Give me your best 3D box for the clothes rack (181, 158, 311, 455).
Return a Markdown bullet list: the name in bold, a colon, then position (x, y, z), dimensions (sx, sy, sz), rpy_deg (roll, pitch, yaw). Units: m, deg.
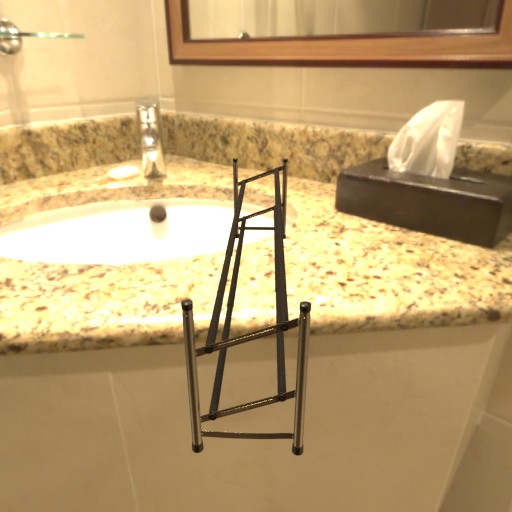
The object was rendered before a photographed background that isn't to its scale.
- **clothes rack**: position (0.000, 0.000, 1.355), dimensions (0.229, 0.349, 1.168), rpy_deg (1, 25, 2)
